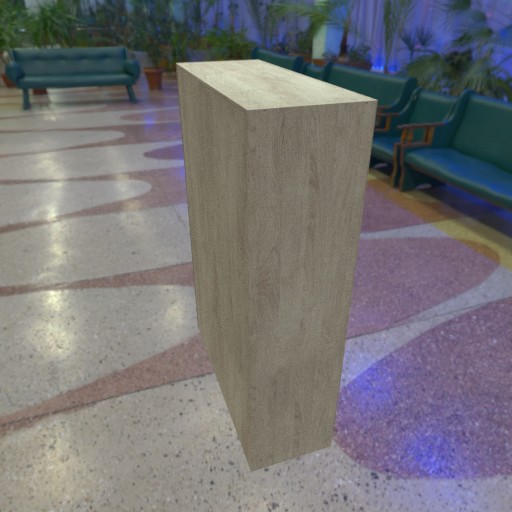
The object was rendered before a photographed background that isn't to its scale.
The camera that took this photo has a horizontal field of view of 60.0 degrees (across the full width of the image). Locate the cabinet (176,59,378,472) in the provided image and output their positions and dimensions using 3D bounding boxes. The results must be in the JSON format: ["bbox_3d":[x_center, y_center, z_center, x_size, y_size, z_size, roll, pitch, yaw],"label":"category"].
[{"bbox_3d":[0.000,0.000,2.528,0.510,1.910,1.290,-10,32,-17],"label":"cabinet"}]
